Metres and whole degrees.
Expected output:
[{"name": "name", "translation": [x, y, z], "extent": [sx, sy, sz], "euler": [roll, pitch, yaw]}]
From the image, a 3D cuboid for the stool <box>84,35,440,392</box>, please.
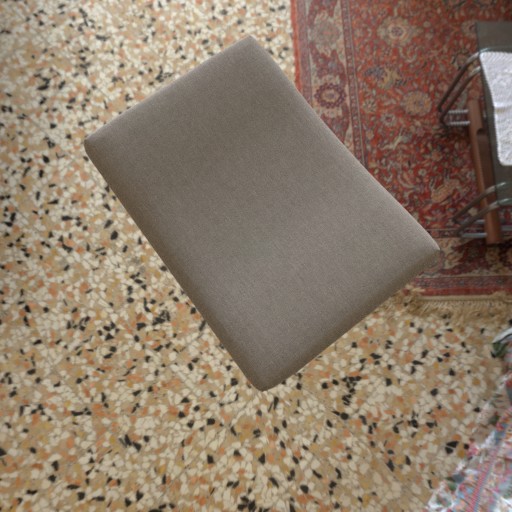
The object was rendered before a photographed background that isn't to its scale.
[{"name": "stool", "translation": [0.000, 0.000, 1.016], "extent": [0.356, 0.762, 0.508], "euler": [-36, 78, -9]}]
